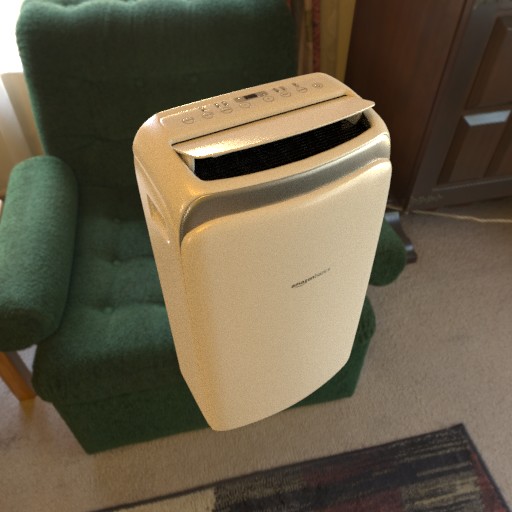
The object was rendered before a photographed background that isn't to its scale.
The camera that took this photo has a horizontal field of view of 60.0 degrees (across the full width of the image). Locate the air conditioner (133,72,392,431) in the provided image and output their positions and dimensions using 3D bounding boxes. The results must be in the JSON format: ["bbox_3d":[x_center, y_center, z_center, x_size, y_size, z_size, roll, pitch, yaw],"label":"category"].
[{"bbox_3d":[0.000,0.000,1.039,0.449,0.786,0.414,-22,49,-21],"label":"air conditioner"}]
